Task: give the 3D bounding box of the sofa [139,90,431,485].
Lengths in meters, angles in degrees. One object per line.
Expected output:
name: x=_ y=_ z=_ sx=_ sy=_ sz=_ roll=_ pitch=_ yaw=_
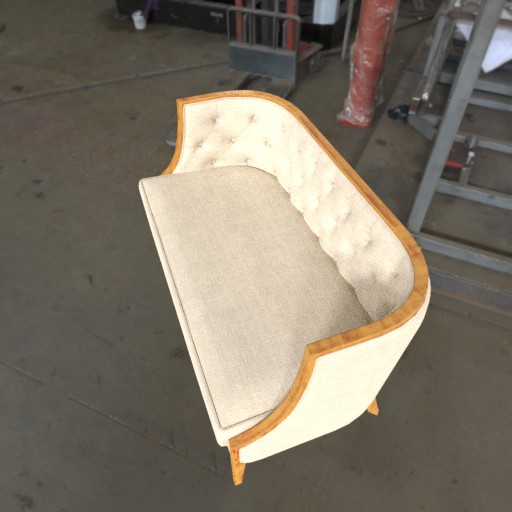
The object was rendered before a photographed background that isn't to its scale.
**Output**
sofa: x=0.000 y=0.000 z=1.895 sx=0.770 sy=0.775 sz=1.474 roll=-15 pitch=48 yaw=-14
